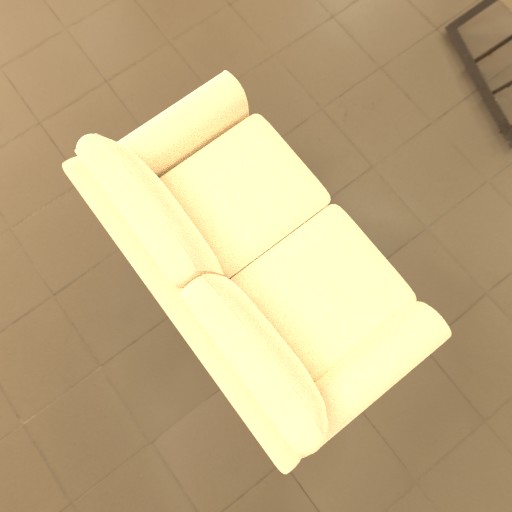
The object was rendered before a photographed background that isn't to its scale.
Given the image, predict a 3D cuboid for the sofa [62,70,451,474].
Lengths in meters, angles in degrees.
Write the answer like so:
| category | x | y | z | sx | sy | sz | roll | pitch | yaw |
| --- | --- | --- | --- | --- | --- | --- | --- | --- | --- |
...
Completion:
| category | x | y | z | sx | sy | sz | roll | pitch | yaw |
| --- | --- | --- | --- | --- | --- | --- | --- | --- | --- |
| sofa | 0.000 | 0.000 | 2.233 | 0.991 | 0.940 | 1.727 | -37 | 79 | -8 |
